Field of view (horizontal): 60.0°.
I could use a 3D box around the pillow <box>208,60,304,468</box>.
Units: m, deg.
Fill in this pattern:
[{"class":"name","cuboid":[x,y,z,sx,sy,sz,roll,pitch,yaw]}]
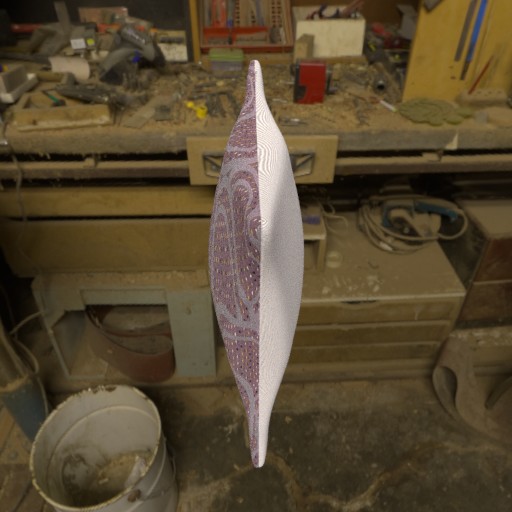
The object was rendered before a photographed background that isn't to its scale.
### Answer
[{"class":"pillow","cuboid":[0.000,0.000,0.779,0.163,0.513,0.514,-1,40,-1]}]
